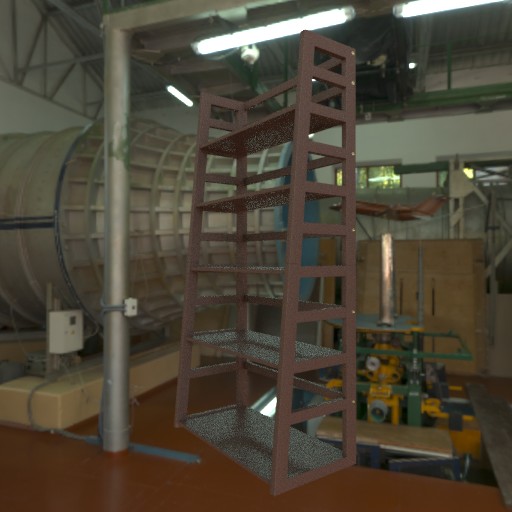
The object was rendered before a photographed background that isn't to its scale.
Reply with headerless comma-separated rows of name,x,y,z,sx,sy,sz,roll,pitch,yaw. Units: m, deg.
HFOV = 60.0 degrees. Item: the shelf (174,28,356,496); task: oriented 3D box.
shelf,0.000,0.000,1.900,0.403,1.600,0.763,0,-1,-36
